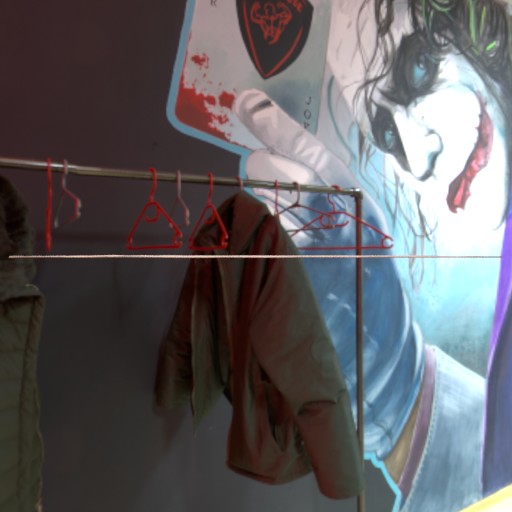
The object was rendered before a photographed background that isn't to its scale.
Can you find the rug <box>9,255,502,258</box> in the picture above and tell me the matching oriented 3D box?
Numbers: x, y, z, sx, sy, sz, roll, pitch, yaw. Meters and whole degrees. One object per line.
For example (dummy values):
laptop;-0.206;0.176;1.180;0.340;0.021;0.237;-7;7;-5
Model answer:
rug;0.000;0.000;2.941;2.440;0.012;1.522;0;0;1
